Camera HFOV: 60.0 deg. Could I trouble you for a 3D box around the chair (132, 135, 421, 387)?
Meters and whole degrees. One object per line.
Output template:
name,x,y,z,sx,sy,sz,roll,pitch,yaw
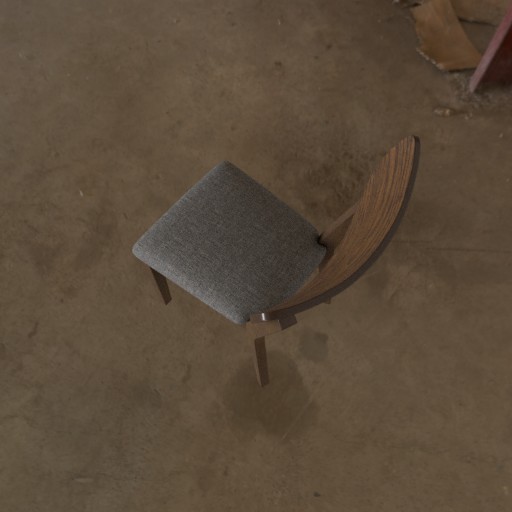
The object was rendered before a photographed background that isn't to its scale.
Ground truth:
chair,0.000,0.000,1.219,0.583,0.849,0.491,36,69,16
